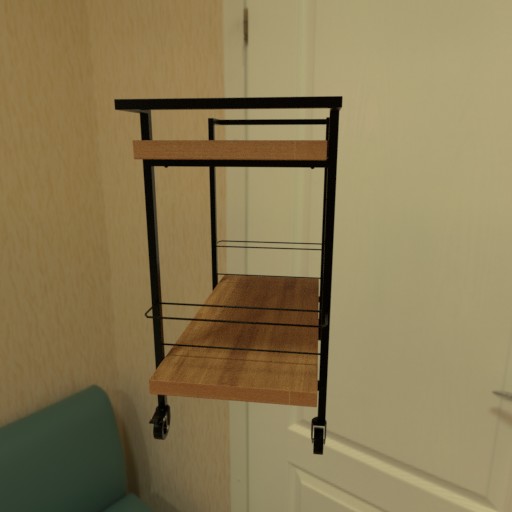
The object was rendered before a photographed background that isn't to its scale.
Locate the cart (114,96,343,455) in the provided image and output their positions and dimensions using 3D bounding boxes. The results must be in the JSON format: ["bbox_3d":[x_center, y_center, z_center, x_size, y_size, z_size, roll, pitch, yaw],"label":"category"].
[{"bbox_3d":[0.000,0.000,1.234,0.406,0.762,0.806,2,15,8],"label":"cart"}]
